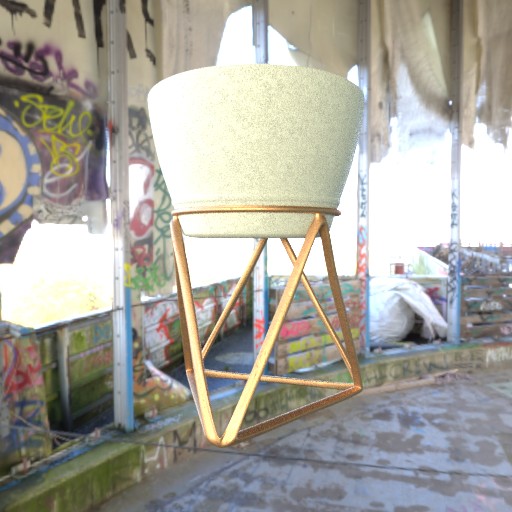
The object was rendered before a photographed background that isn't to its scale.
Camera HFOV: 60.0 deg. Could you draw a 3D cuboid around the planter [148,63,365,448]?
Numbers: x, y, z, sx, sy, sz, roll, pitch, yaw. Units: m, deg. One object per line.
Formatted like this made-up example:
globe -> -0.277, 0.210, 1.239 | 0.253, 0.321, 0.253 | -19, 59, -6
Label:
planter -> 0.000, 0.000, 0.746 | 0.350, 0.504, 0.350 | 1, 3, 17
